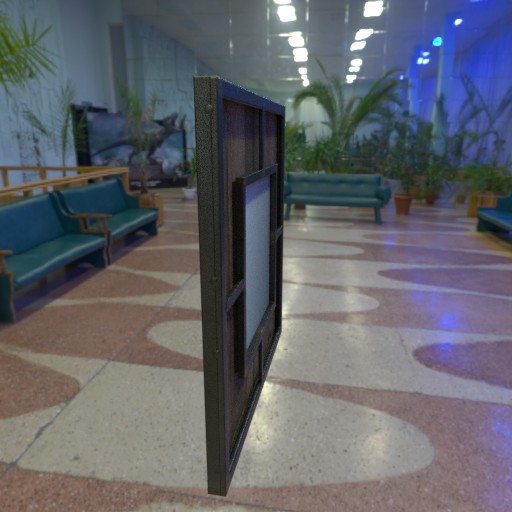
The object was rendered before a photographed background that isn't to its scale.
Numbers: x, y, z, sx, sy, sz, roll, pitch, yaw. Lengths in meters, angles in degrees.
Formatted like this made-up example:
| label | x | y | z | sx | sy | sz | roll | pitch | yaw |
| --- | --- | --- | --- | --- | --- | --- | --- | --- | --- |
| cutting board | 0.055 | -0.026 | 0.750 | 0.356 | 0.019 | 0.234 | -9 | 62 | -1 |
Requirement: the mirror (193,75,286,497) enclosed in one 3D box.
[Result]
| label | x | y | z | sx | sy | sz | roll | pitch | yaw |
| --- | --- | --- | --- | --- | --- | --- | --- | --- | --- |
| mirror | 0.000 | 0.000 | 0.561 | 0.020 | 0.381 | 0.382 | 3 | 16 | 11 |
